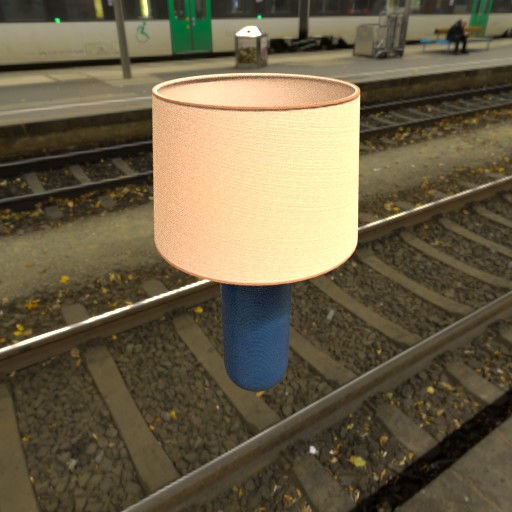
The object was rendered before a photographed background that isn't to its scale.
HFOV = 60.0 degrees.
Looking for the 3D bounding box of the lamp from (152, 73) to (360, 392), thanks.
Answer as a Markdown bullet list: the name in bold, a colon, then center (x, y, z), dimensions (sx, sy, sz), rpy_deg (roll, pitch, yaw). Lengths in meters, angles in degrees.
- **lamp**: center (0.000, 0.000, 0.844), dimensions (0.367, 0.609, 0.367), rpy_deg (0, 29, 0)
